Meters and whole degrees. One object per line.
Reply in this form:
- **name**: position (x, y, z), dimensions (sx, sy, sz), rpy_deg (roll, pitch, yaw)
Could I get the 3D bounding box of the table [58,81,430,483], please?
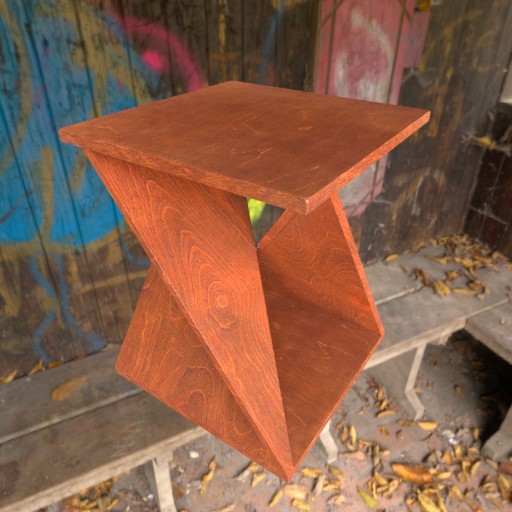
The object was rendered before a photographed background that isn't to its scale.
- **table**: position (0.000, 0.000, 0.848), dimensions (0.427, 0.520, 0.427), rpy_deg (21, 38, 29)
